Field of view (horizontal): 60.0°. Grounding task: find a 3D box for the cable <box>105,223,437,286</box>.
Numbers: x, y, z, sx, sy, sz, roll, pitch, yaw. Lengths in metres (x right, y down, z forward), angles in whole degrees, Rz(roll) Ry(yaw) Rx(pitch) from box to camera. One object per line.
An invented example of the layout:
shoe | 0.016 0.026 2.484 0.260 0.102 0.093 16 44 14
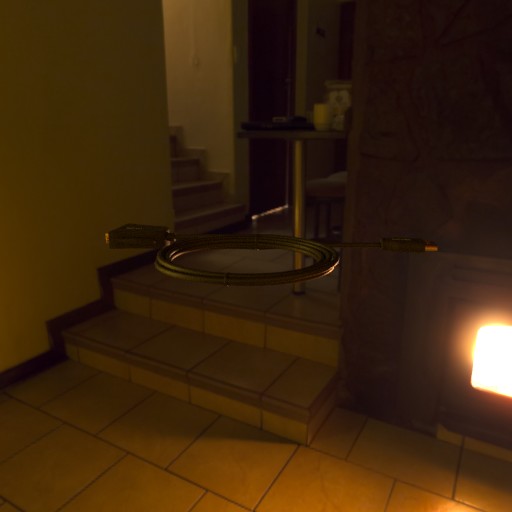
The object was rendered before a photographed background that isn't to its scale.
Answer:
cable | 0.000 0.000 0.336 0.281 0.015 0.136 3 16 10
